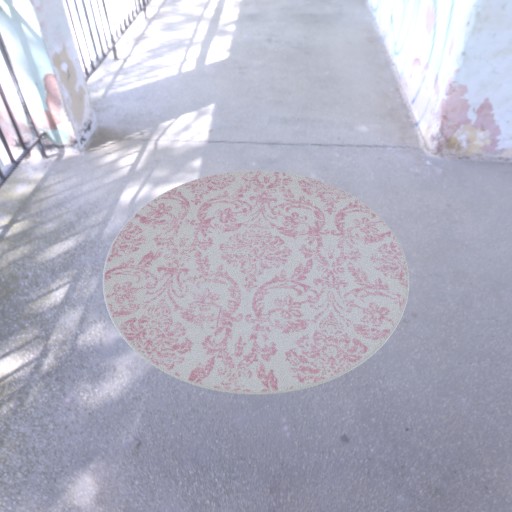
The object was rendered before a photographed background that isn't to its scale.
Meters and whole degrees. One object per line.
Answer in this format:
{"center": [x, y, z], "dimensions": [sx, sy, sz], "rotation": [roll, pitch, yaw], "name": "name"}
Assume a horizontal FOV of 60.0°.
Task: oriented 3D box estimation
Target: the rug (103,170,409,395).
{"center": [0.000, 0.000, 2.371], "dimensions": [1.593, 0.012, 1.593], "rotation": [0, 45, 0], "name": "rug"}
